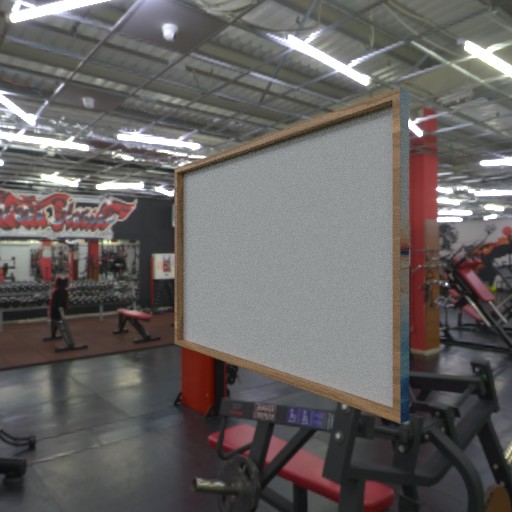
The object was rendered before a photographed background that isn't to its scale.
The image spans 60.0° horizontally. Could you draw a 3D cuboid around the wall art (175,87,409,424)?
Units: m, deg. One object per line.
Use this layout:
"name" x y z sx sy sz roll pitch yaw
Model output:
"wall art" 0.000 0.000 1.462 0.034 0.756 1.137 0 0 -36
